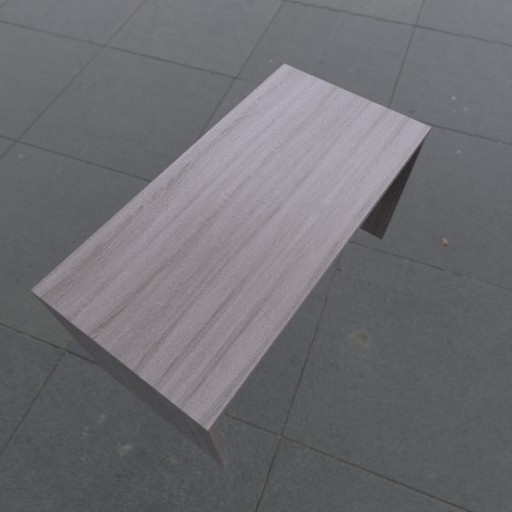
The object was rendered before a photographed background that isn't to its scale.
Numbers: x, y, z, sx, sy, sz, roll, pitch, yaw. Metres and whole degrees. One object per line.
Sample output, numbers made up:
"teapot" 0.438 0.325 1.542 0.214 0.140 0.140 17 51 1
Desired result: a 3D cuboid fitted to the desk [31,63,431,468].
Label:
"desk" 0.000 0.000 1.848 0.690 0.745 1.380 31 63 18
